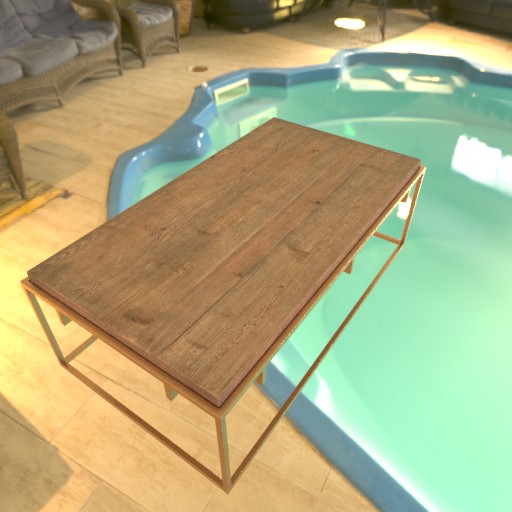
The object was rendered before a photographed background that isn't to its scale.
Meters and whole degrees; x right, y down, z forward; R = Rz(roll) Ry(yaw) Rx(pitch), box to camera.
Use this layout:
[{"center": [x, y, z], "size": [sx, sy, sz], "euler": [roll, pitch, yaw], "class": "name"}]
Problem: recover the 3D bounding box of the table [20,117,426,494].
[{"center": [0.000, 0.000, 1.729], "size": [0.775, 0.468, 1.387], "euler": [25, 47, 26], "class": "table"}]
